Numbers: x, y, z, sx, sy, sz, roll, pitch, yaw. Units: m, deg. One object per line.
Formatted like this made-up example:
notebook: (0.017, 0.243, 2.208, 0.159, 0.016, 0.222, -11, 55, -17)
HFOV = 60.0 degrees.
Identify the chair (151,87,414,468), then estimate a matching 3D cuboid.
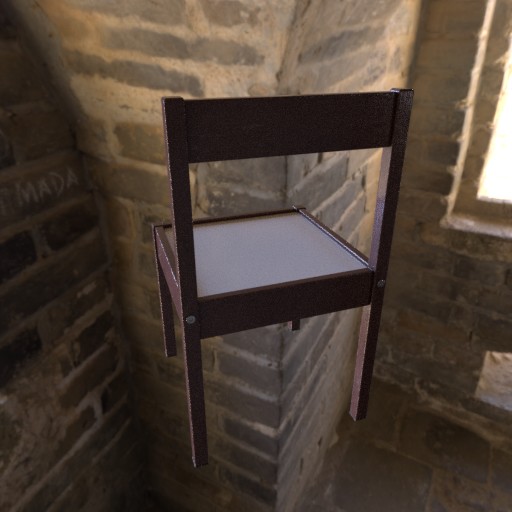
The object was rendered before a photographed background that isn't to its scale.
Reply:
chair: (0.000, 0.000, 0.691, 0.285, 0.505, 0.285, -9, 27, -17)
